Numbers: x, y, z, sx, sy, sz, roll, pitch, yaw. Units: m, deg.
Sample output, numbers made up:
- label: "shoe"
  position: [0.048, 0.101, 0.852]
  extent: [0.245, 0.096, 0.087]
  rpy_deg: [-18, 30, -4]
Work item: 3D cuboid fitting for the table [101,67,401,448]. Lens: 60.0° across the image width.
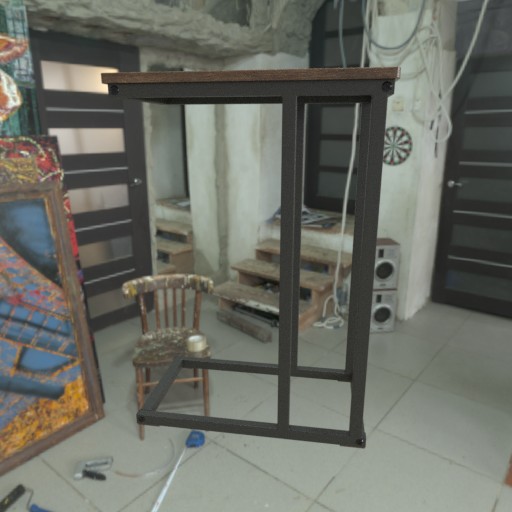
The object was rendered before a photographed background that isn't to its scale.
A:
- label: "table"
  position: [0.000, 0.000, 0.855]
  extent: [0.450, 0.637, 0.254]
  rpy_deg: [3, 16, 9]
